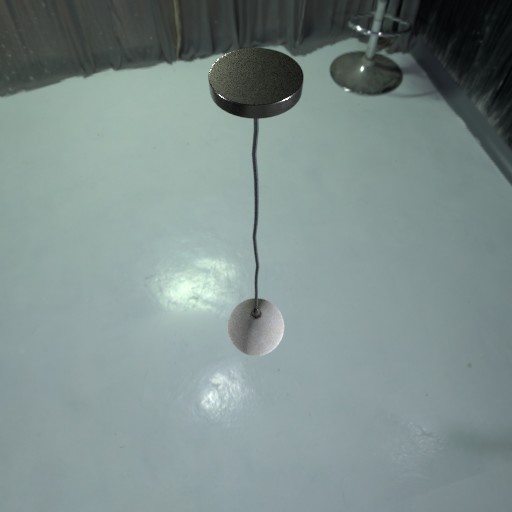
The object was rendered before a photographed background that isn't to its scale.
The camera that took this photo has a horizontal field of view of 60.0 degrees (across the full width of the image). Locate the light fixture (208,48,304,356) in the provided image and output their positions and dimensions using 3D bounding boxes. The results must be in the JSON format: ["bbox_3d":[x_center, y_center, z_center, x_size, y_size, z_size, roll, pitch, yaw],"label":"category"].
[{"bbox_3d":[0.000,0.000,0.834,0.139,0.764,0.139,-15,58,-10],"label":"light fixture"}]
